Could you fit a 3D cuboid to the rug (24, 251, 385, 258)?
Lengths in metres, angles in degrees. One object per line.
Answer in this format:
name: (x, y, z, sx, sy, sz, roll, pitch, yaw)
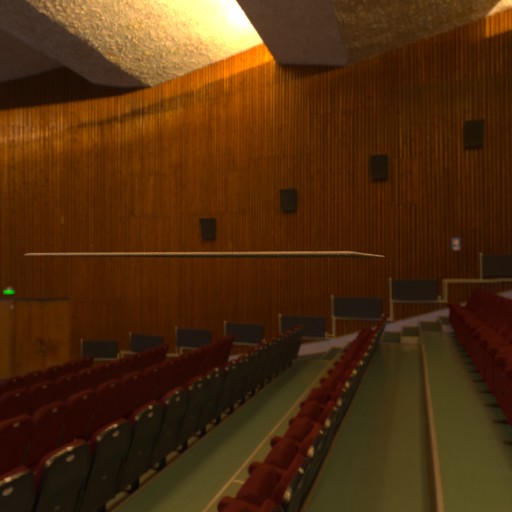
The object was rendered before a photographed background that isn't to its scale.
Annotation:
rug: (0.000, 0.000, 2.348, 1.224, 0.012, 1.847, 0, 0, 19)
